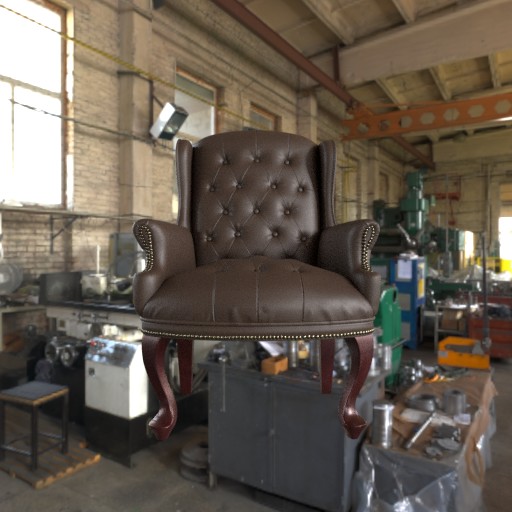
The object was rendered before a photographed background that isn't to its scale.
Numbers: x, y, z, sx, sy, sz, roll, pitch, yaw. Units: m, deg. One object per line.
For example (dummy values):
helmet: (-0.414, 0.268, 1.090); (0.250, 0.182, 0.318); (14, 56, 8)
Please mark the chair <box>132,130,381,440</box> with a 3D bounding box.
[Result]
chair: (0.000, 0.000, 1.691); (0.829, 1.132, 0.819); (0, 0, -1)
